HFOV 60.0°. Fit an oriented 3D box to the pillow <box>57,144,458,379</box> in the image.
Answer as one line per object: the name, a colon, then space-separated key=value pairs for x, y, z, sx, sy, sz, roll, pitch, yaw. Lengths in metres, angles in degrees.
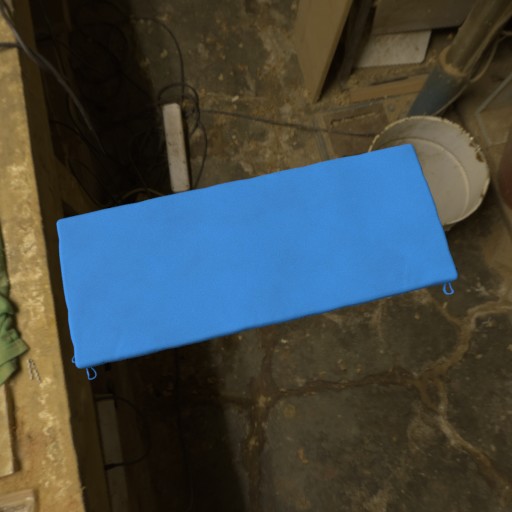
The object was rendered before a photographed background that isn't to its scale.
pillow: x=0.000 y=0.000 z=1.351 sx=1.187 sy=0.081 sz=0.492 roll=-13 pitch=76 yaw=-3
